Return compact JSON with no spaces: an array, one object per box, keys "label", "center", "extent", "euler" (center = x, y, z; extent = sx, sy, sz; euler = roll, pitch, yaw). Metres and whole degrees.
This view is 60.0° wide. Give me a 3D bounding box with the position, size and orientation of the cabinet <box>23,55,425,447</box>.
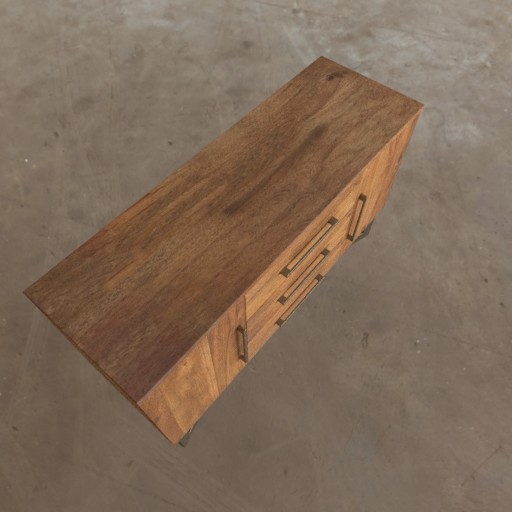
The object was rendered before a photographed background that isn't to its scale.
[{"label":"cabinet","center":[0.000,0.000,1.727],"extent":[0.480,0.812,1.373],"euler":[35,64,20]}]
